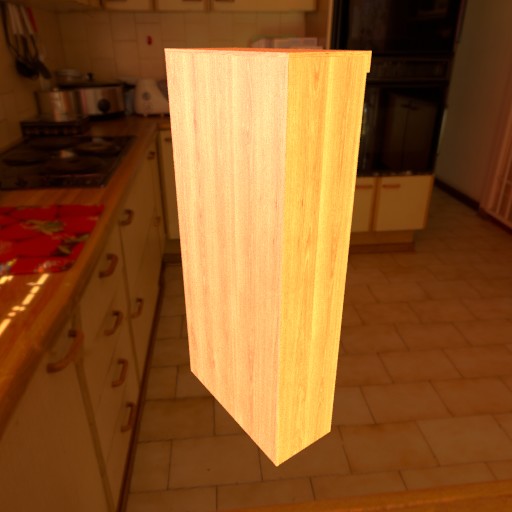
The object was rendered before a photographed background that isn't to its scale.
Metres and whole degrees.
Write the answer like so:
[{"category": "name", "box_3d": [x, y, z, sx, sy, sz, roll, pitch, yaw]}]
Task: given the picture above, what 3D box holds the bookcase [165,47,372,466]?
[{"category": "bookcase", "box_3d": [0.000, 0.000, 2.392, 0.420, 2.020, 0.950, -18, 31, -32]}]
